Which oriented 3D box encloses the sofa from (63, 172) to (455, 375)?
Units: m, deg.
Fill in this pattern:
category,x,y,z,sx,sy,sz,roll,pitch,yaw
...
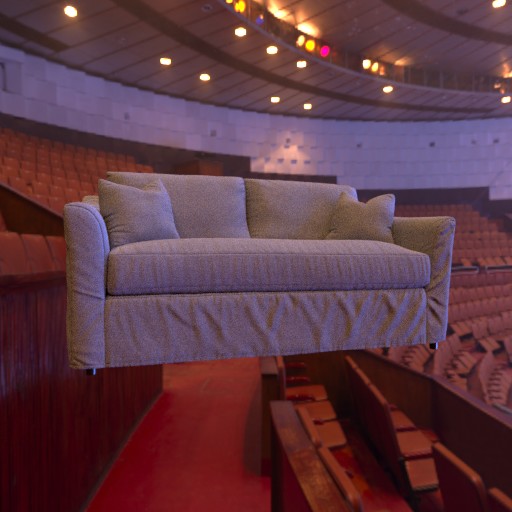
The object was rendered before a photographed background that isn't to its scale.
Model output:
category,x,y,z,sx,sy,sz,roll,pitch,yaw
sofa,0.000,0.000,2.619,2.010,1.018,1.072,0,0,-17
